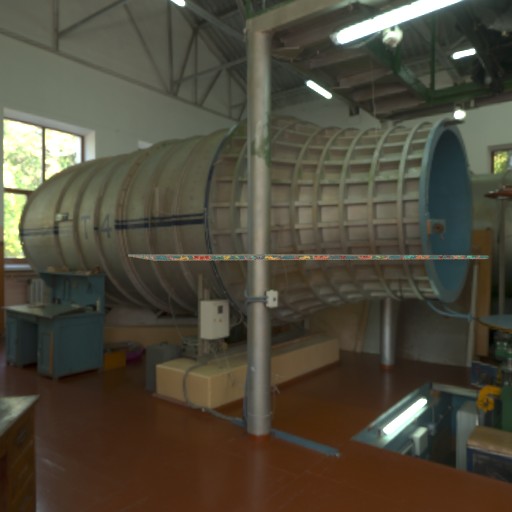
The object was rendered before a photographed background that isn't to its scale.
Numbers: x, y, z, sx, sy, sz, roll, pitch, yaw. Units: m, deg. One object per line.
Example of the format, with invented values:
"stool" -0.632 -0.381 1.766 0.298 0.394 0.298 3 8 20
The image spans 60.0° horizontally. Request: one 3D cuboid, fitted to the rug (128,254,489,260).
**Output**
"rug" 0.000 0.000 2.901 1.527 0.016 2.290 0 0 -18
